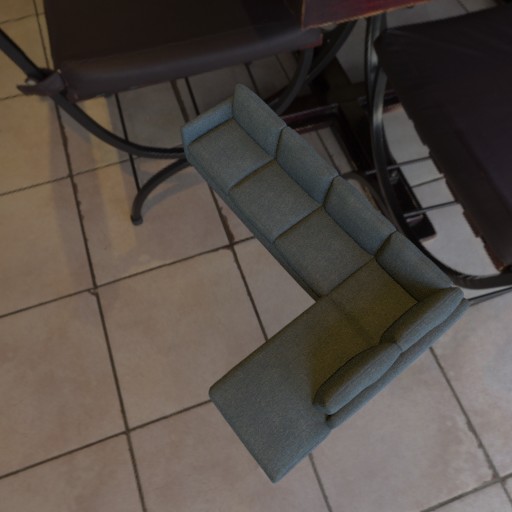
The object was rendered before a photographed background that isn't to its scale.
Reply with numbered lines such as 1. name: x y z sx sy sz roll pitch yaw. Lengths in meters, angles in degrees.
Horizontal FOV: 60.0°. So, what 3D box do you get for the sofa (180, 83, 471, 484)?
1. sofa: 0.000 0.000 3.836 2.007 0.815 2.949 -35 69 -16
